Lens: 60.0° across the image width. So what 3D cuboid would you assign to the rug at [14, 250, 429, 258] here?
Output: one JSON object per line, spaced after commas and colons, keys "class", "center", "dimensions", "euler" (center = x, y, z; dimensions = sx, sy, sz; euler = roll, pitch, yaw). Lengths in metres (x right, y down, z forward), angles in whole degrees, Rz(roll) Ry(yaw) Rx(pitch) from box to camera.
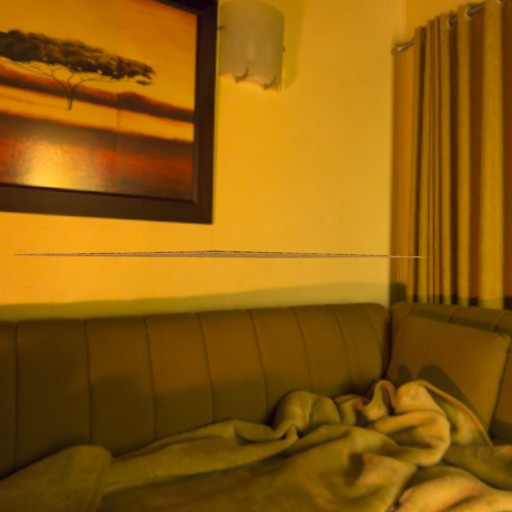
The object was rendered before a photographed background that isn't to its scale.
{"class": "rug", "center": [0.000, 0.000, 2.963], "dimensions": [1.520, 0.011, 2.447], "euler": [0, -1, 38]}
